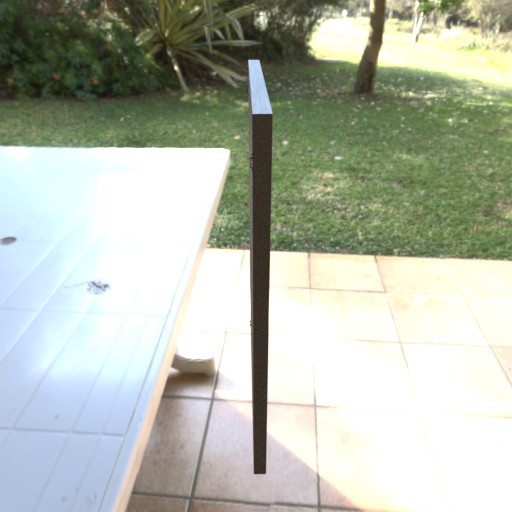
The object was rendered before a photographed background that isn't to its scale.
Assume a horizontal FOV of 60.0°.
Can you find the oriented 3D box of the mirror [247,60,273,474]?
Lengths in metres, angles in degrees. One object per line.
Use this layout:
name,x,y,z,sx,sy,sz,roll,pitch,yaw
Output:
mirror,0.000,0.000,1.353,0.040,1.016,0.762,-1,30,-1
